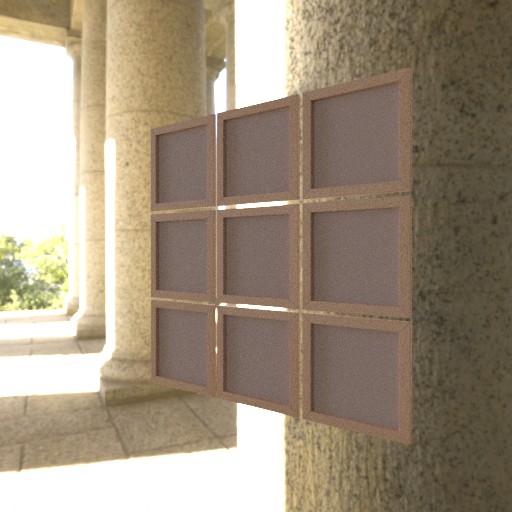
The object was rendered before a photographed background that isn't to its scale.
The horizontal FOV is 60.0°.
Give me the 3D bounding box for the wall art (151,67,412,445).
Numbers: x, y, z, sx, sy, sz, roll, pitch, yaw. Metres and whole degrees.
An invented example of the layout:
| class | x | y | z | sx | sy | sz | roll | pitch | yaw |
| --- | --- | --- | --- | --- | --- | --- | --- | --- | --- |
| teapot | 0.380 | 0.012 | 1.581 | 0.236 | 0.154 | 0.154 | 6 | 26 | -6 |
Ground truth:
| class | x | y | z | sx | sy | sz | roll | pitch | yaw |
| --- | --- | --- | --- | --- | --- | --- | --- | --- | --- |
| wall art | 0.000 | 0.000 | 1.771 | 1.217 | 1.207 | 0.016 | 0 | 0 | 35 |
